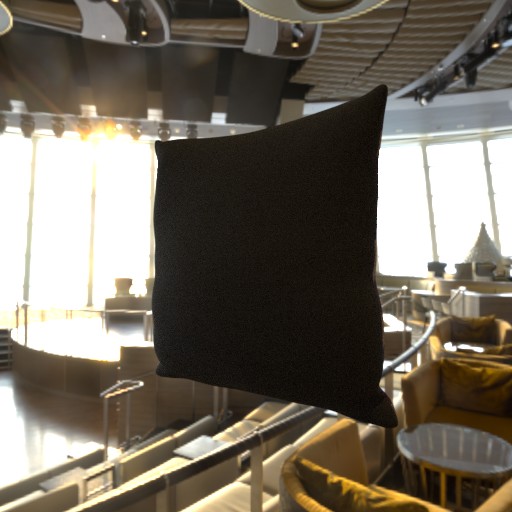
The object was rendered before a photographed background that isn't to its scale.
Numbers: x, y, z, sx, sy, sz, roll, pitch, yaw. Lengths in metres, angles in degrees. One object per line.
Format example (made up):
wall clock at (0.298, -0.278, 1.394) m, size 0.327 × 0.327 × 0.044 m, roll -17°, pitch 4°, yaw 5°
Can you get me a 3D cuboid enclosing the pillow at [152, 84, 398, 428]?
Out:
pillow at (0.000, 0.000, 0.782) m, size 0.503 × 0.496 × 0.208 m, roll 0°, pitch 0°, yaw 36°
